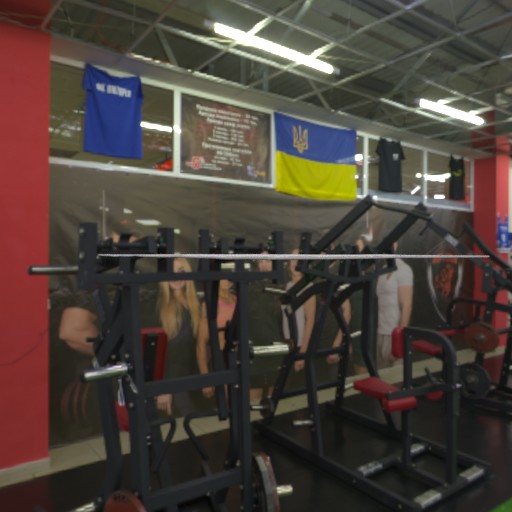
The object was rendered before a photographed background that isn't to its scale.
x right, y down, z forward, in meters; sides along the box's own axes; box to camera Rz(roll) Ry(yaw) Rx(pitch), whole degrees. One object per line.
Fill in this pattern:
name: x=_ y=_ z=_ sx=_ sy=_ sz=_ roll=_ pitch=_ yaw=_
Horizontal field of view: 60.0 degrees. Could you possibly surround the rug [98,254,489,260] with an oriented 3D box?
rug: x=0.000 y=0.000 z=3.076 sx=1.531 sy=0.023 sz=2.444 roll=0 pitch=0 yaw=-34
